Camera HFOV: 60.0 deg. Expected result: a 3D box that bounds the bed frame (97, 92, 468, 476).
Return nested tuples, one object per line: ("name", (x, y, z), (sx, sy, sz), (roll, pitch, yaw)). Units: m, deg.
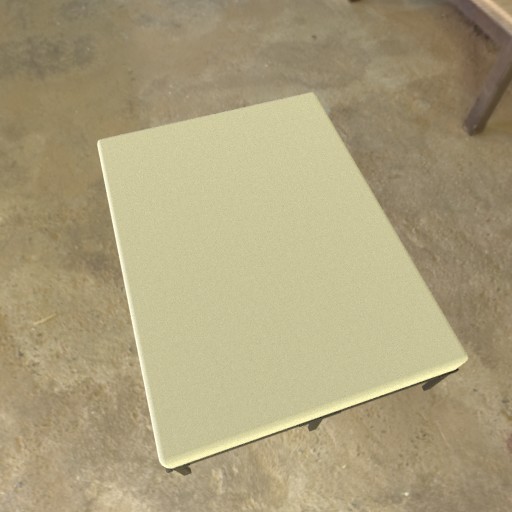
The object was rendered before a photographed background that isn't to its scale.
("bed frame", (0.000, 0.000, 3.510), (1.990, 0.680, 2.635), (-16, 61, -9))
